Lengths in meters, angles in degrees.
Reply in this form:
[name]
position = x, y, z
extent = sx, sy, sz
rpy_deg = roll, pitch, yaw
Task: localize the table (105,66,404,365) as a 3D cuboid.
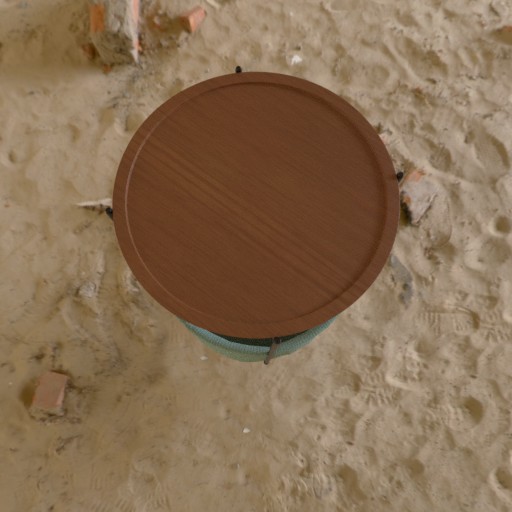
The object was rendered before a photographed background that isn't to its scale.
[table]
position = 0.000, 0.000, 0.892
extent = 0.400, 0.623, 0.400
rpy_deg = 36, 77, 10
